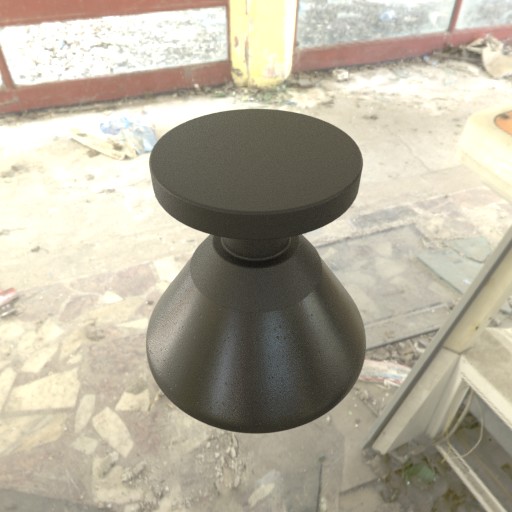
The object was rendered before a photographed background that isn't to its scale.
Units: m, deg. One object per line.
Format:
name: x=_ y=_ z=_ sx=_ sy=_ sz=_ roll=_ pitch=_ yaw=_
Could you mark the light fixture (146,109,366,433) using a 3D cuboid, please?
light fixture: x=0.000 y=0.000 z=0.351 sx=0.200 sy=0.183 sz=0.200 roll=0 pitch=41 yaw=0
